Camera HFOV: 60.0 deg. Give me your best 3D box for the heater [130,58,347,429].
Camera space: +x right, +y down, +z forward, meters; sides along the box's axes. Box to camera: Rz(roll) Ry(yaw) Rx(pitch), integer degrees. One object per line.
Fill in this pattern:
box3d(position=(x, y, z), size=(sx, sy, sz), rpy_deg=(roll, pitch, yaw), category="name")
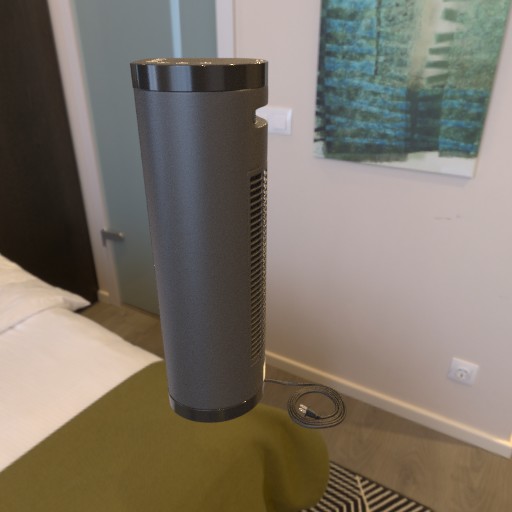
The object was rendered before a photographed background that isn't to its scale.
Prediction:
box3d(position=(0.000, 0.000, 0.683), size=(0.312, 0.552, 0.174), rpy_deg=(0, 27, 0), category="heater")
